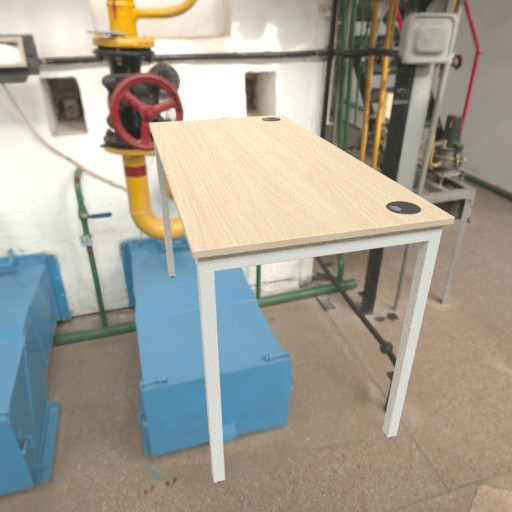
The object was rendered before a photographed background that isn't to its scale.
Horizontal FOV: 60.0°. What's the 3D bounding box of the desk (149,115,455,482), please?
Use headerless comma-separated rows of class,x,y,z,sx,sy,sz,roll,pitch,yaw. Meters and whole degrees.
desk,0.000,0.000,1.621,0.600,0.750,1.200,-8,30,-14
